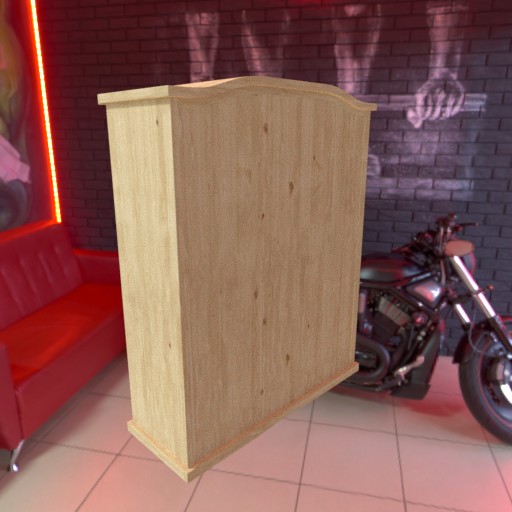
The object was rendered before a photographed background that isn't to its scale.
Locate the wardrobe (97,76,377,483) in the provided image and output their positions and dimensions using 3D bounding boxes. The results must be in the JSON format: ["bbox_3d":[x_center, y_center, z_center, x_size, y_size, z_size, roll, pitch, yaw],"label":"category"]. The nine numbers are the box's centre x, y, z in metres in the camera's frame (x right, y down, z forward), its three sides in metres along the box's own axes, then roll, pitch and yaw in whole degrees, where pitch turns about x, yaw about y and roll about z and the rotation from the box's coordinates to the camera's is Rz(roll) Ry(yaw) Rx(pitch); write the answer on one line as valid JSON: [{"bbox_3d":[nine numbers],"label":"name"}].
[{"bbox_3d":[0.000,0.000,2.585,0.570,1.870,1.500,15,21,43],"label":"wardrobe"}]
